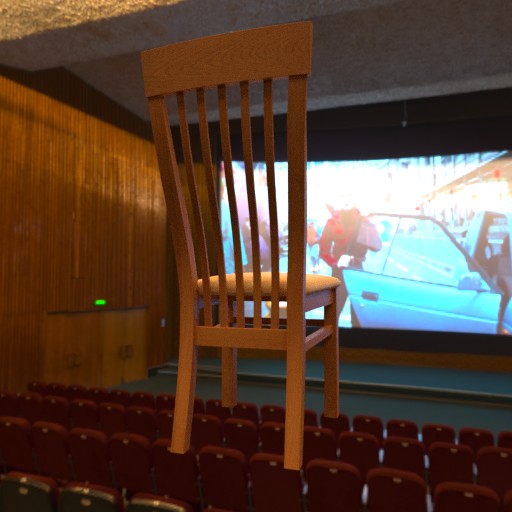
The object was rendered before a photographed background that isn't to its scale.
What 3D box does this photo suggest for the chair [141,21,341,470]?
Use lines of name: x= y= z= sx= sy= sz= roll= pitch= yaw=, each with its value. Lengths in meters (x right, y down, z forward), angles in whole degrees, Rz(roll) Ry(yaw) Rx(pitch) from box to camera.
chair: x=0.000 y=0.000 z=1.323 sx=0.450 sy=1.050 sz=0.580 roll=-1 pitch=-3 yaw=18
